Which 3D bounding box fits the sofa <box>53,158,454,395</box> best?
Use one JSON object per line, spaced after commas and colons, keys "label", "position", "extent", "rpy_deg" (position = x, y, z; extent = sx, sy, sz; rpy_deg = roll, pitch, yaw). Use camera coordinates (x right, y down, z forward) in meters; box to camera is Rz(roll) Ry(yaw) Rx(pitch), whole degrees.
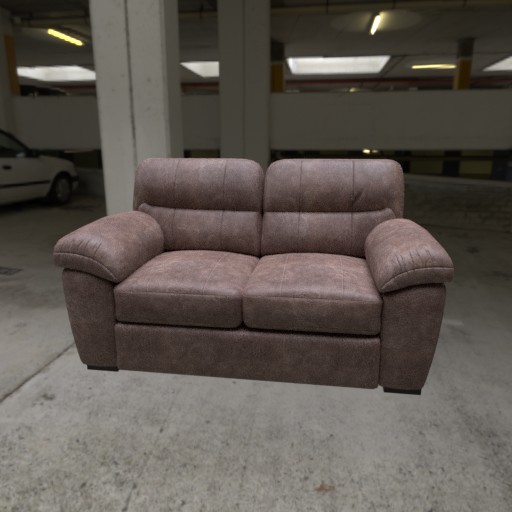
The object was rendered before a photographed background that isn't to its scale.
{"label": "sofa", "position": [0.000, 0.000, 2.365], "extent": [1.753, 0.991, 0.991], "rpy_deg": [2, 15, 8]}
